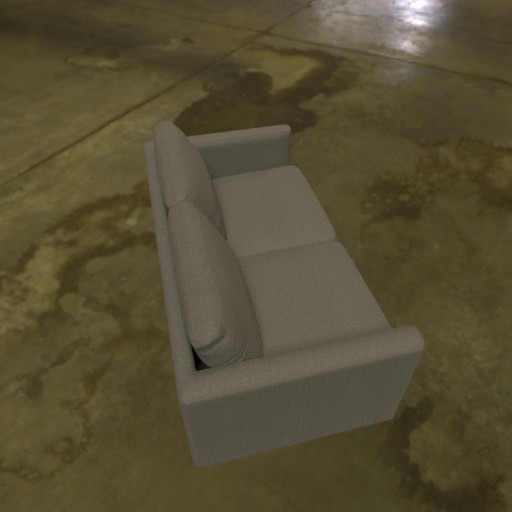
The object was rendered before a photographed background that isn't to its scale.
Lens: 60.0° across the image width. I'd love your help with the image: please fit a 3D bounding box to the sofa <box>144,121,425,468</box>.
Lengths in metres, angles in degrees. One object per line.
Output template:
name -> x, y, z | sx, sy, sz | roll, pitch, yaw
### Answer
sofa -> 0.000, 0.000, 2.258 | 0.940, 0.866, 1.713 | -10, 45, -10
